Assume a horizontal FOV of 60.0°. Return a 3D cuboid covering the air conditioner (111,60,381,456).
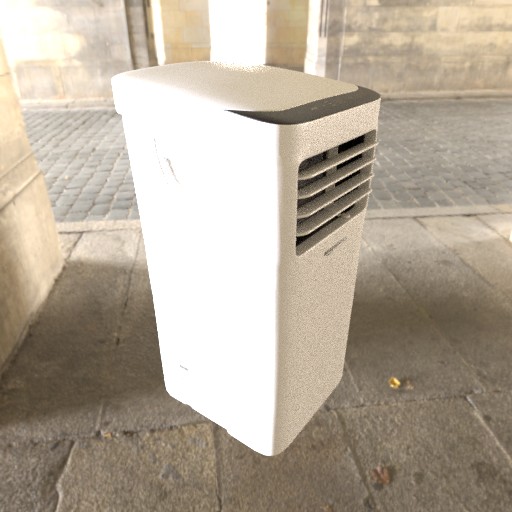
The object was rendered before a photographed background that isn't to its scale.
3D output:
[{"bbox_3d":[0.000,0.000,0.911,0.369,0.716,0.352,19,34,32],"label":"air conditioner"}]
